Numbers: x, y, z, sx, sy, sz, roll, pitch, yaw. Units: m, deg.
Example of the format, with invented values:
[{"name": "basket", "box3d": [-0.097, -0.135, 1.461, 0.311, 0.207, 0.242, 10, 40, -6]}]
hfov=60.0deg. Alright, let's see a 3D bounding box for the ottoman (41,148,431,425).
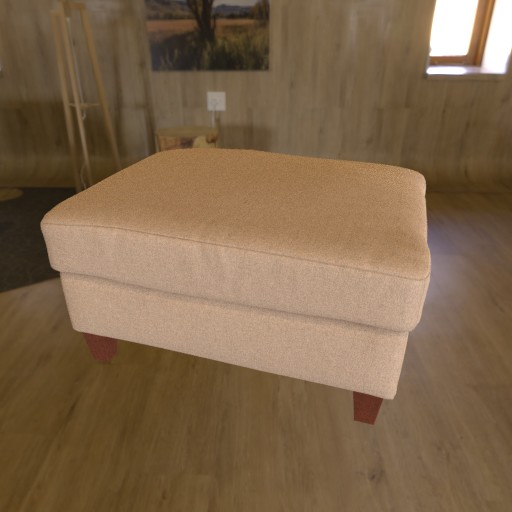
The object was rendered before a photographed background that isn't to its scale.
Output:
[{"name": "ottoman", "box3d": [0.000, 0.000, 1.304, 0.902, 0.511, 0.692, 8, 29, 15]}]
